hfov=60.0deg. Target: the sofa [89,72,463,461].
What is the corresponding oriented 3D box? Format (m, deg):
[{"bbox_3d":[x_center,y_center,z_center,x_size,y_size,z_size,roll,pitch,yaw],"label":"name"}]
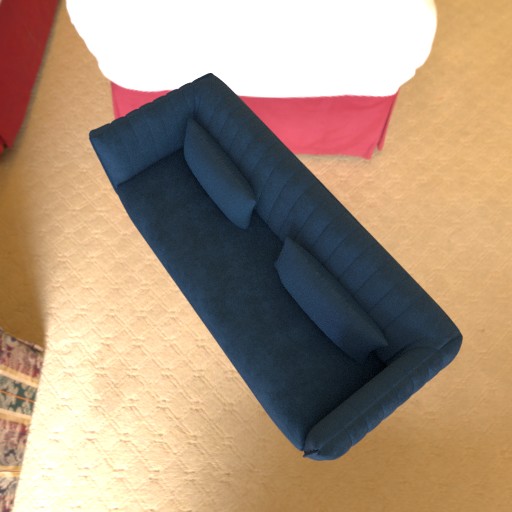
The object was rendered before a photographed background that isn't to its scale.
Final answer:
[{"bbox_3d":[0.000,0.000,2.546,0.896,0.793,2.136,-33,69,-15],"label":"sofa"}]
